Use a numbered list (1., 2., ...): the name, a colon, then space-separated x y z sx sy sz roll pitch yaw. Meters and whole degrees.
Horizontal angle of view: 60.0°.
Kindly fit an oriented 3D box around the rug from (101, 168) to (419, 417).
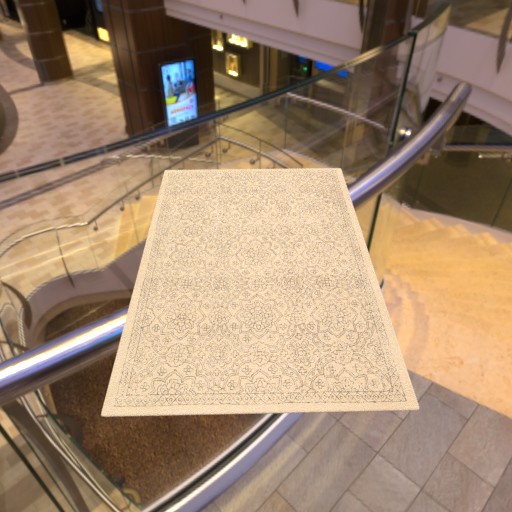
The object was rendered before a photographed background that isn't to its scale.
1. rug: 0.000 0.000 2.379 1.219 0.010 1.829 -1 41 -1
